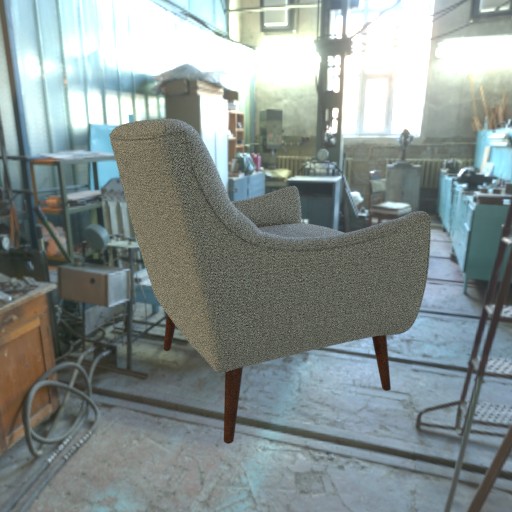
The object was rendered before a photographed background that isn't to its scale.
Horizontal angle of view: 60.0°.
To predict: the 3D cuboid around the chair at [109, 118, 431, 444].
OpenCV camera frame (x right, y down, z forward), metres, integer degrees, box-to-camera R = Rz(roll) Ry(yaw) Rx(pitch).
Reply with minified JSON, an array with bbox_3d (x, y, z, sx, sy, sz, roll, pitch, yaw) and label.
[{"bbox_3d":[0.000,0.000,1.441,0.787,0.838,0.762,-8,17,-26],"label":"chair"}]
